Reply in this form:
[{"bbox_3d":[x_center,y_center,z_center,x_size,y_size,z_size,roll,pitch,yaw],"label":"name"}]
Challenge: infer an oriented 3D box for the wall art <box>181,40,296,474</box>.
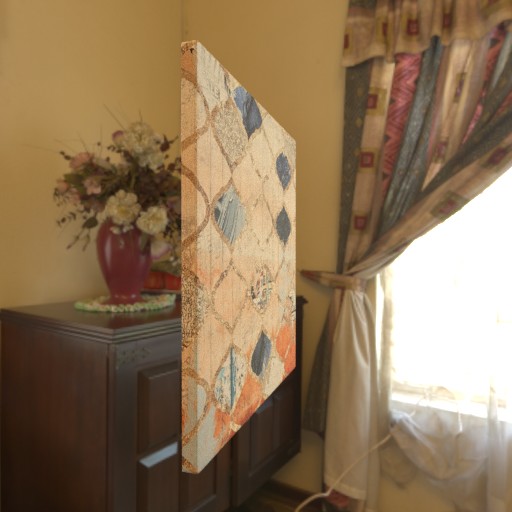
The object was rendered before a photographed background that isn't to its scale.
[{"bbox_3d":[0.000,0.000,1.363,0.039,0.914,0.912,0,1,18],"label":"wall art"}]
